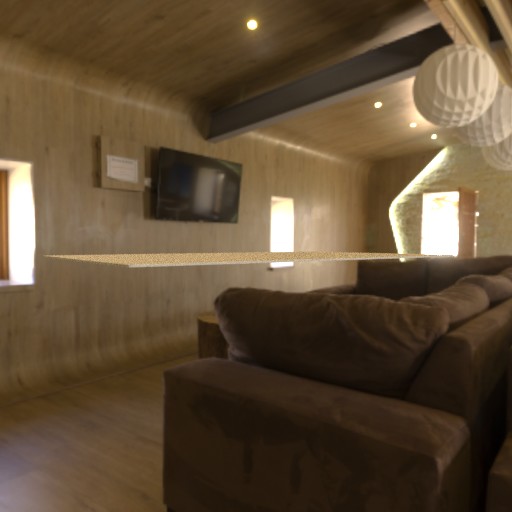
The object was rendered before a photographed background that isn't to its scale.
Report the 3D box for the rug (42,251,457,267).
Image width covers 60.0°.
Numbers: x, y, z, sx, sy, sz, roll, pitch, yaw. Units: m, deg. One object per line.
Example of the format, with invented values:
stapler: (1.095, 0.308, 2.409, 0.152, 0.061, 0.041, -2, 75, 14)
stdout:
rug: (0.000, 0.000, 2.229, 1.753, 0.008, 1.143, -1, 2, -37)
